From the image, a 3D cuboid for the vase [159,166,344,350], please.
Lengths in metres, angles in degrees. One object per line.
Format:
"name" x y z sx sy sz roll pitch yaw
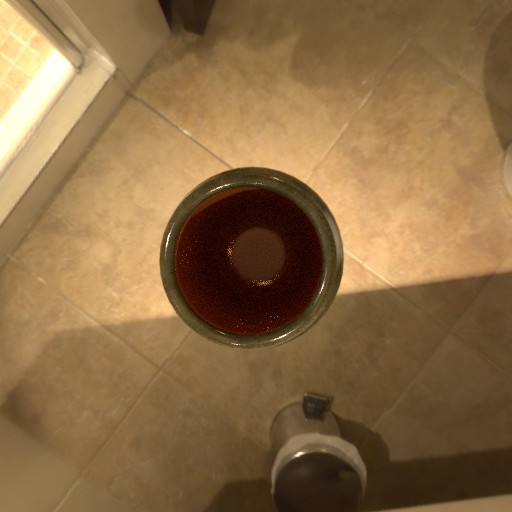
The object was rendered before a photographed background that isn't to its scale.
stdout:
"vase" 0.000 0.000 0.384 0.139 0.313 0.139 0 91 2
